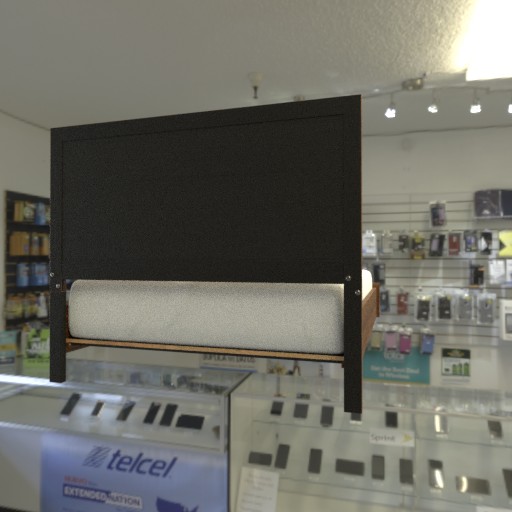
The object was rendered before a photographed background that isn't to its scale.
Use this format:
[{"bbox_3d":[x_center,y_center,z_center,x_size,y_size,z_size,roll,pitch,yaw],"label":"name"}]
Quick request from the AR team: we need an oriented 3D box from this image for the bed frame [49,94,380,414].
[{"bbox_3d":[0.000,0.000,3.298,1.696,1.417,2.276,0,0,18],"label":"bed frame"}]
